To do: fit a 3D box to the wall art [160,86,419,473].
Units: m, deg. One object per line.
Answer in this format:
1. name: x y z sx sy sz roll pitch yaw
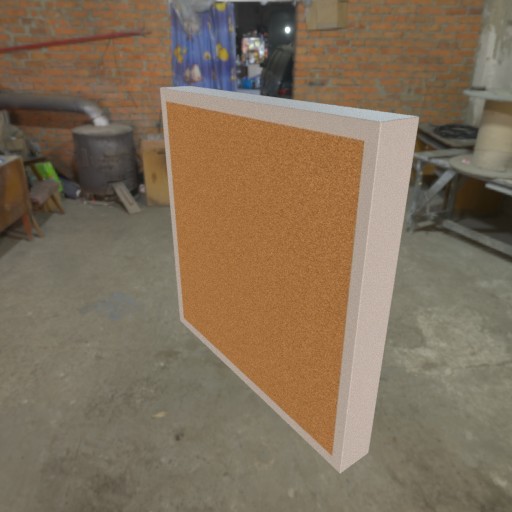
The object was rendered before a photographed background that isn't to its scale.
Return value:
1. wall art: 0.000 0.000 0.452 0.038 0.305 0.305 -18 30 -33
